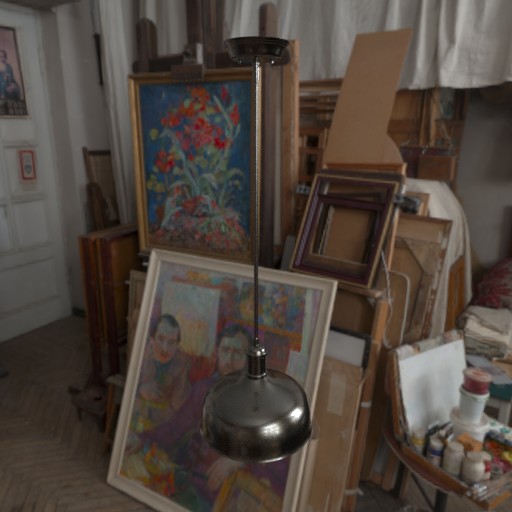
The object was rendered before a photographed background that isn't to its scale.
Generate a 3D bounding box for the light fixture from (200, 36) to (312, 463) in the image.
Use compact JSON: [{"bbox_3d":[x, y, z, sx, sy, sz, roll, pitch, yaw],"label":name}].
[{"bbox_3d":[0.000,0.000,1.064,0.299,0.935,0.299,-2,16,-6],"label":"light fixture"}]
